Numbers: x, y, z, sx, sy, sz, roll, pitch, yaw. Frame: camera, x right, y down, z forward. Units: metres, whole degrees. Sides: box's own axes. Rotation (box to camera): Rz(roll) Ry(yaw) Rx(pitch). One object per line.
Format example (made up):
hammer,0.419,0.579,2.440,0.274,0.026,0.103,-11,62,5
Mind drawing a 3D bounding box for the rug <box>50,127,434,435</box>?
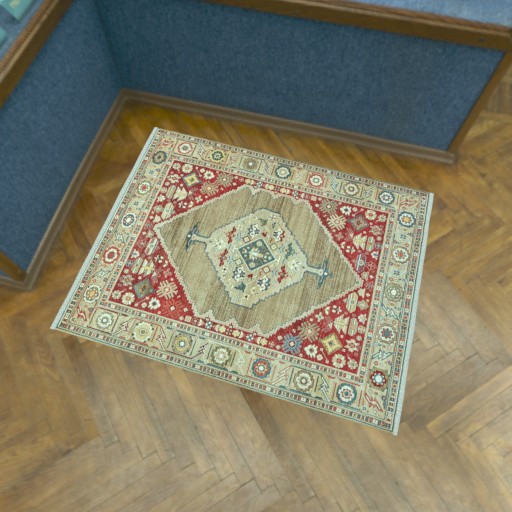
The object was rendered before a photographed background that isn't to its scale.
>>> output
rug,0.000,0.000,4.298,3.143,0.008,2.451,15,65,7
